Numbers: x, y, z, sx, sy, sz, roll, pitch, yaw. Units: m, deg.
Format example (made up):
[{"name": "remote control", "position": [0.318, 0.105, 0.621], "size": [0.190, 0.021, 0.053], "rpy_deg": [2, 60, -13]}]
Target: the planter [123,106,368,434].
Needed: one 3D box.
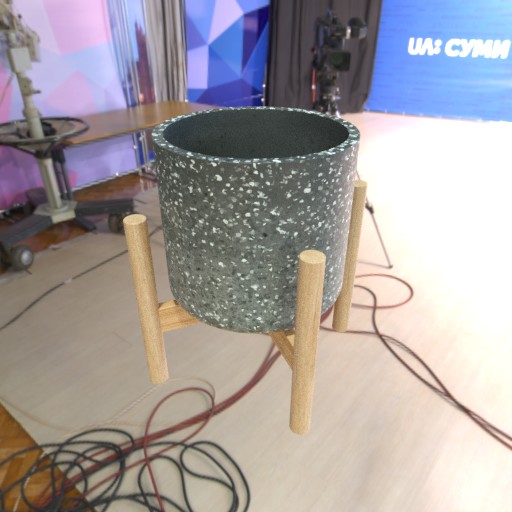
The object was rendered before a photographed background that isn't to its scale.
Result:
[{"name": "planter", "position": [0.000, 0.000, 0.562], "size": [0.284, 0.320, 0.284], "rpy_deg": [0, 31, 1]}]
